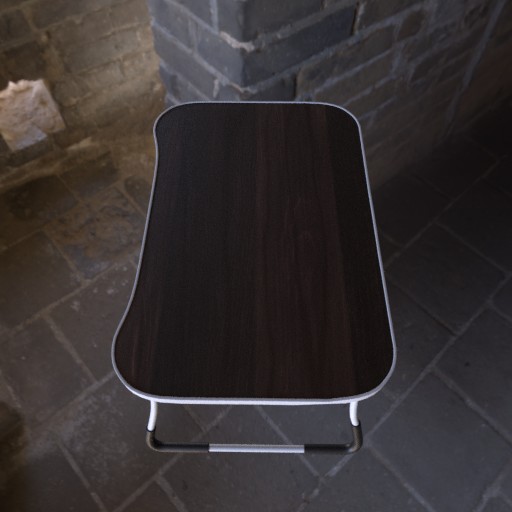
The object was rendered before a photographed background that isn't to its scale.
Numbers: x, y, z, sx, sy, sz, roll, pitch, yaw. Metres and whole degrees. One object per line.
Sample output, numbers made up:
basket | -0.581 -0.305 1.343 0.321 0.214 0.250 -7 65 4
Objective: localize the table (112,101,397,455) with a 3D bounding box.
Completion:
table | 0.000 0.000 0.839 0.400 0.232 0.660 1 58 0
